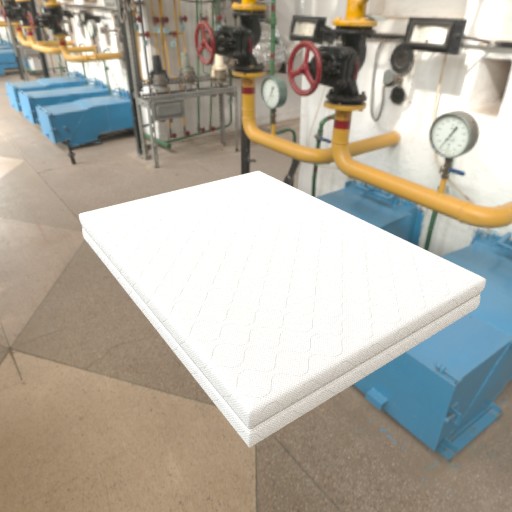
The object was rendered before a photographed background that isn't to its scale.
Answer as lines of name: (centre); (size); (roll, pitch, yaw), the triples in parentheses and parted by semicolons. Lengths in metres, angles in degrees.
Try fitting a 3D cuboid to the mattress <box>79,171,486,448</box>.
mattress: (0.000, 0.000, 2.506); (1.400, 0.200, 1.900); (-20, 36, -30)
